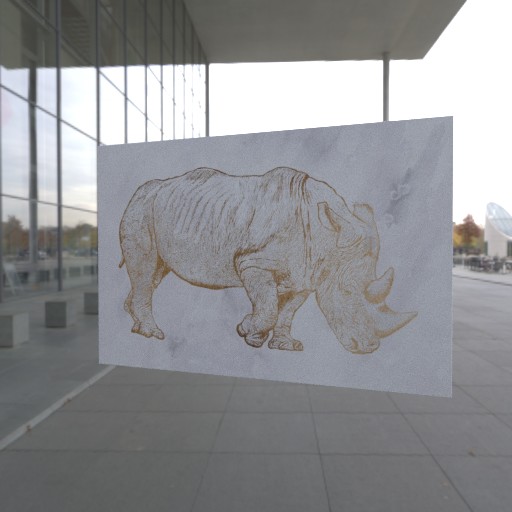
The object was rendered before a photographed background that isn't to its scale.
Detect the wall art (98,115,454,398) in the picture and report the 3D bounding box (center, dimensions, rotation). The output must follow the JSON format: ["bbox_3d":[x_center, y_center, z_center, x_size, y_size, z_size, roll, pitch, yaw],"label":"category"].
[{"bbox_3d":[0.000,0.000,0.752,0.609,0.407,0.038,0,1,18],"label":"wall art"}]
